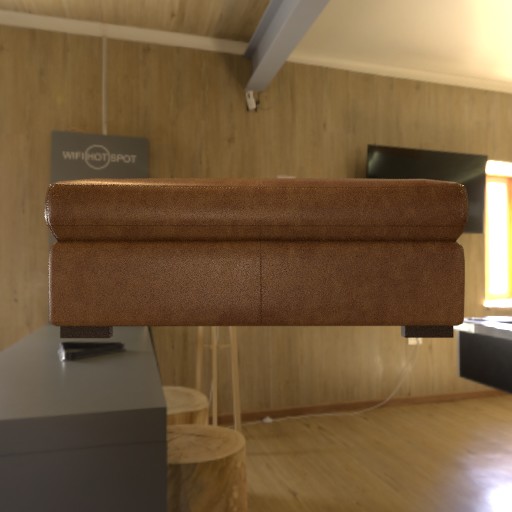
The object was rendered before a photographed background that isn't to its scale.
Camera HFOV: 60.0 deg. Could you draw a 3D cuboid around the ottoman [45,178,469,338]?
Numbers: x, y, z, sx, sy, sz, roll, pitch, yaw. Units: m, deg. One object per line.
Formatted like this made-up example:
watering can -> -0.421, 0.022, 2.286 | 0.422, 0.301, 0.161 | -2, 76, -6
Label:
ottoman -> 0.000, 0.000, 1.780 | 1.169, 0.483, 1.168 | 0, -1, 0
